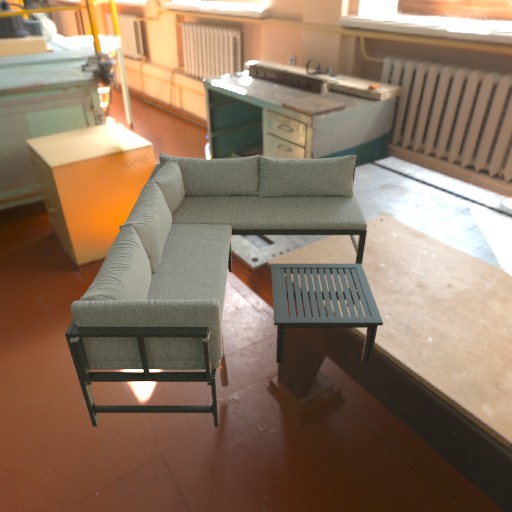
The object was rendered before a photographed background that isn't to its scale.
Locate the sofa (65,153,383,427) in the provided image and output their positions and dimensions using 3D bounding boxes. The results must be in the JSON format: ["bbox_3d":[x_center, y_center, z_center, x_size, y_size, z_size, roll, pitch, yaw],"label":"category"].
[{"bbox_3d":[0.000,0.000,2.936,1.658,0.758,2.096,0,32,0],"label":"sofa"}]
